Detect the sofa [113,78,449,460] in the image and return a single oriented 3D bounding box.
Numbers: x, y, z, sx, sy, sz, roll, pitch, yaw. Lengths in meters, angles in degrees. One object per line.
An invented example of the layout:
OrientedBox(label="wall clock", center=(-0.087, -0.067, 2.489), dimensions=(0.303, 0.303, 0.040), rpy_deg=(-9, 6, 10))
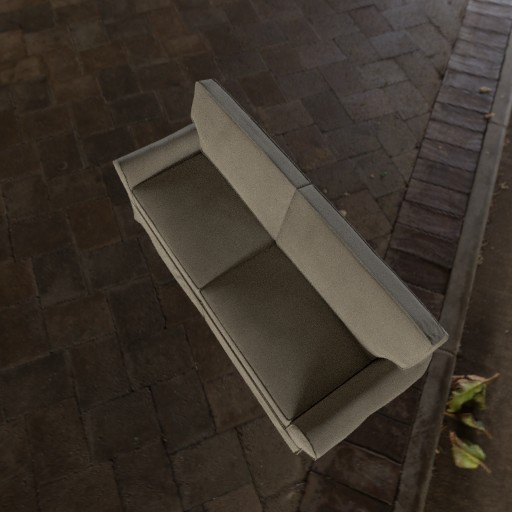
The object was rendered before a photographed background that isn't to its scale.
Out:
OrientedBox(label="sofa", center=(0.000, 0.000, 2.755), dimensions=(0.900, 1.014, 2.246), rpy_deg=(-31, 67, -15))
